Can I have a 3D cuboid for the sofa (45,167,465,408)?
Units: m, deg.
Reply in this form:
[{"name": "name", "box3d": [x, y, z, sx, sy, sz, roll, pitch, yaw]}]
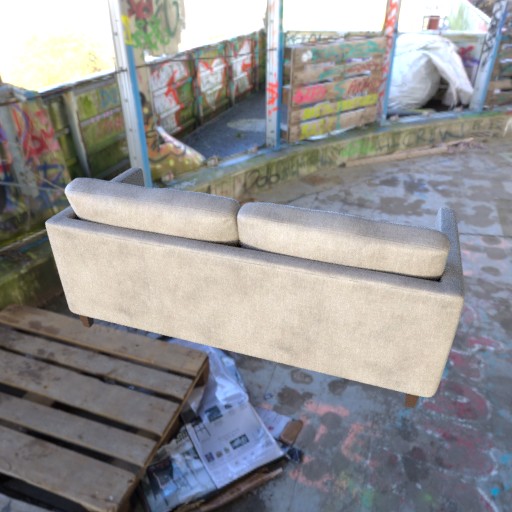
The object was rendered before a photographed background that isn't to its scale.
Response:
[{"name": "sofa", "box3d": [0.000, 0.000, 2.685, 2.208, 0.965, 0.951, 10, 33, 16]}]
